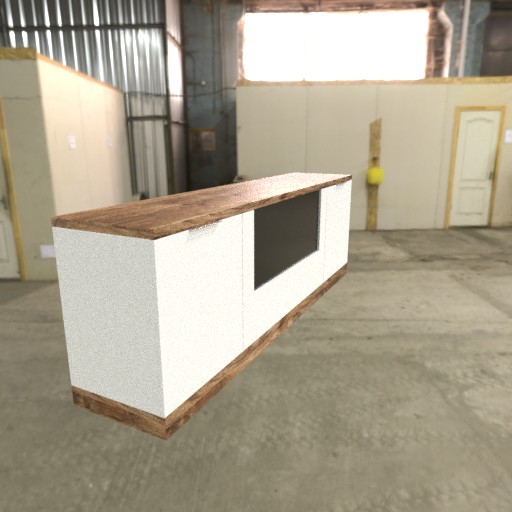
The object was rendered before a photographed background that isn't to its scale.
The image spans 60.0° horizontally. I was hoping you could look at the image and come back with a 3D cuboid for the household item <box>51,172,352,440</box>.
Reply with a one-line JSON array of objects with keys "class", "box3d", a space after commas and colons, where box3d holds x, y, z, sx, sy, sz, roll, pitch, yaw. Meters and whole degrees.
[{"class": "household item", "box3d": [0.000, 0.000, 2.034, 0.390, 0.615, 1.800, 8, 17, 26]}]
